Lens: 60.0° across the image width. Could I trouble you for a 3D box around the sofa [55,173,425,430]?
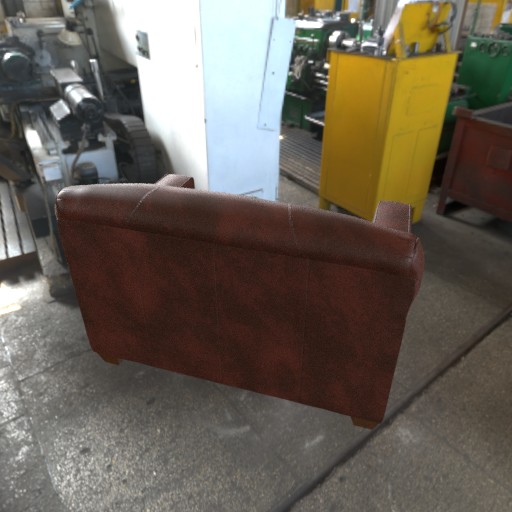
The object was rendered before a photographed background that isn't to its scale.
[{"bbox_3d":[0.000,0.000,2.142,1.413,0.956,1.000,10,33,15],"label":"sofa"}]
